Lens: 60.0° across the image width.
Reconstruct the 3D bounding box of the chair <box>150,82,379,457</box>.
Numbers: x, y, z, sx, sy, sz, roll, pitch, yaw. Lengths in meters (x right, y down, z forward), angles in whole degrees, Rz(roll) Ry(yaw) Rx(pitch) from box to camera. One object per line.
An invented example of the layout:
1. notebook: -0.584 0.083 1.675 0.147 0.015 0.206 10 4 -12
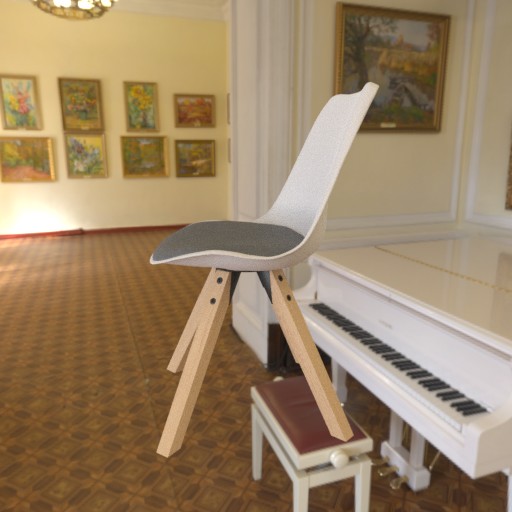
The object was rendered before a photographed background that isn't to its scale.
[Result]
1. chair: 0.000 0.000 1.183 0.550 0.850 0.485 -2 13 -8
